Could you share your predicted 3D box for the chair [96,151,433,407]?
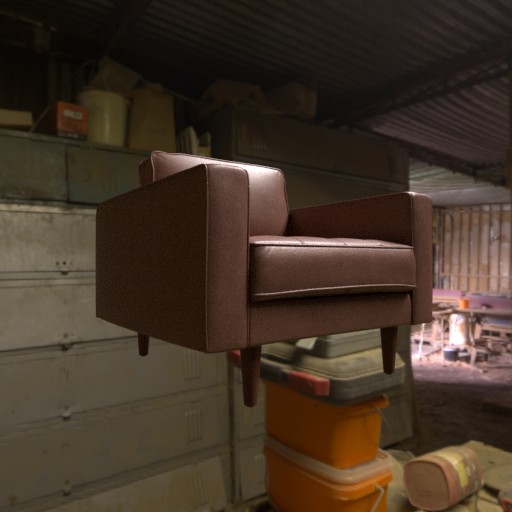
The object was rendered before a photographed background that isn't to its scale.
[{"bbox_3d":[0.000,0.000,1.578,0.920,0.770,0.900,0,-1,-36],"label":"chair"}]
